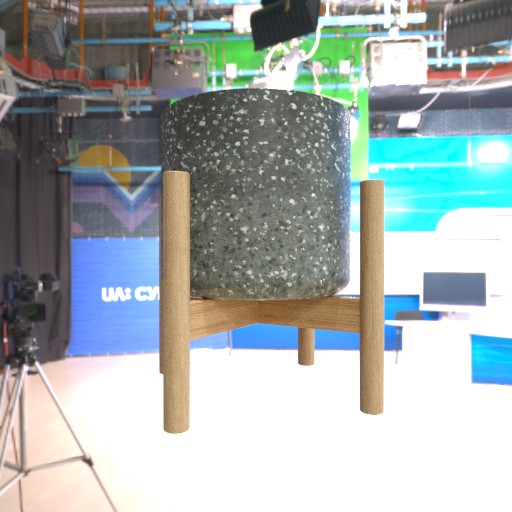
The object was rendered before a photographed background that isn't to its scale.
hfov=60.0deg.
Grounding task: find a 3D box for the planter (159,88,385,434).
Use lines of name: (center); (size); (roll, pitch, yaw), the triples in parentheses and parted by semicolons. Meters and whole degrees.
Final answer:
planter: (0.000, 0.000, 0.531); (0.284, 0.320, 0.284); (0, 1, -36)
